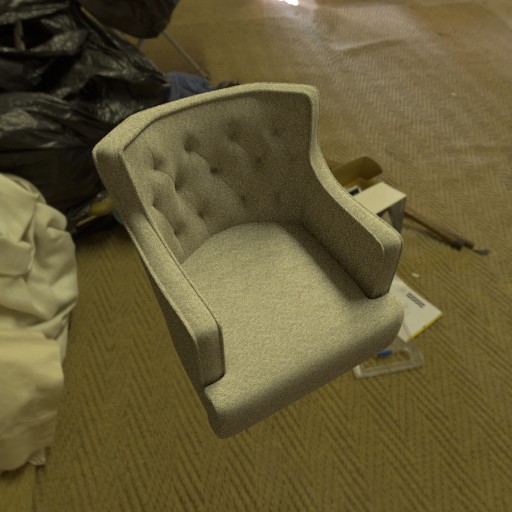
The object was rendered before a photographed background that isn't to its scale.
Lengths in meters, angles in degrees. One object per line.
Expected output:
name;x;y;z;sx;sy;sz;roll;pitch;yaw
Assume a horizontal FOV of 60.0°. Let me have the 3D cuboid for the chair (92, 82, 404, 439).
chair;0.000;0.000;1.679;0.820;0.920;0.910;-23;51;-20
